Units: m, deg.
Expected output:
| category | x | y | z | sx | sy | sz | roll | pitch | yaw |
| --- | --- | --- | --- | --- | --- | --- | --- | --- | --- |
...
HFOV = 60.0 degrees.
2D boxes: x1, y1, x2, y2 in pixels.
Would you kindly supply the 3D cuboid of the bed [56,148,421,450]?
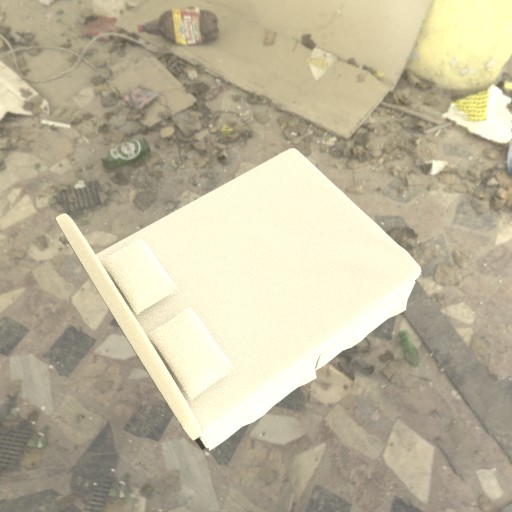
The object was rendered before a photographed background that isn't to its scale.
| category | x | y | z | sx | sy | sz | roll | pitch | yaw |
| --- | --- | --- | --- | --- | --- | --- | --- | --- | --- |
| bed | 0.000 | 0.000 | 3.108 | 2.005 | 1.410 | 1.607 | -32 | 64 | -18 |
